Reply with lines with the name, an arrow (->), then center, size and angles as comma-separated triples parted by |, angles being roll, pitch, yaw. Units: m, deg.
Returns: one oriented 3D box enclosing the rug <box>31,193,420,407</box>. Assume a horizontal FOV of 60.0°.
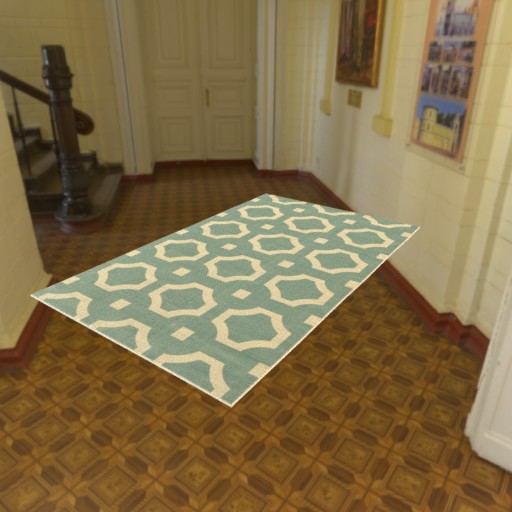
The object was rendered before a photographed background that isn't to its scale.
rug -> 0.000, 0.000, 3.110 | 1.528, 0.015, 2.443 | 17, 30, 32
